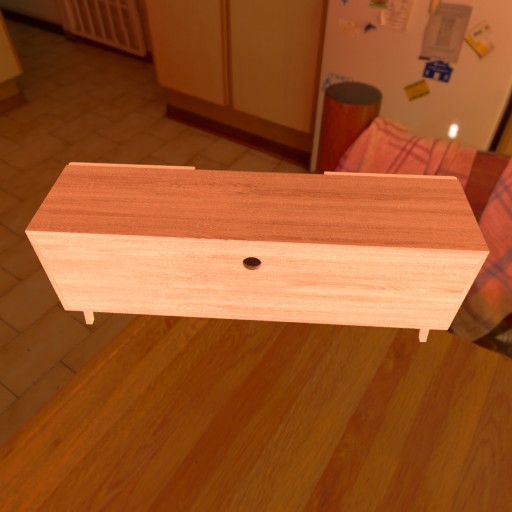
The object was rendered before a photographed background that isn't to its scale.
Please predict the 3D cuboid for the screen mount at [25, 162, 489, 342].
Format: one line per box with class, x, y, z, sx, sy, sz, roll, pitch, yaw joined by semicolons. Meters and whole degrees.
screen mount;0.000;0.000;1.778;1.500;0.570;0.420;3;46;3
